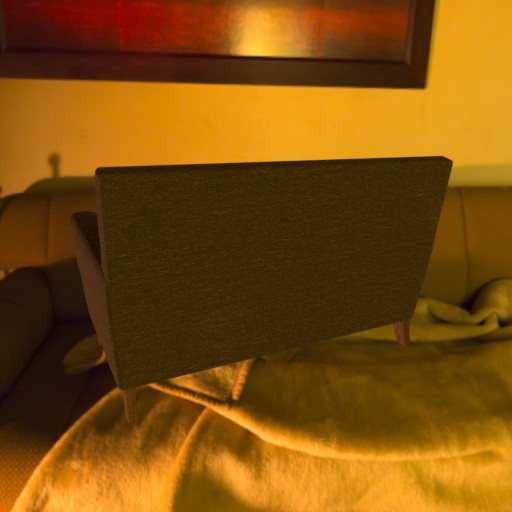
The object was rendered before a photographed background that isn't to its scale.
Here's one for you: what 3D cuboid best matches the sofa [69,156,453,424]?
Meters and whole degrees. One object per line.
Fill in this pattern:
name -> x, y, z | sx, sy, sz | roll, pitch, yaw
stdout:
sofa -> 0.000, 0.000, 2.044 | 1.509, 0.905, 0.867 | -8, 17, -26
